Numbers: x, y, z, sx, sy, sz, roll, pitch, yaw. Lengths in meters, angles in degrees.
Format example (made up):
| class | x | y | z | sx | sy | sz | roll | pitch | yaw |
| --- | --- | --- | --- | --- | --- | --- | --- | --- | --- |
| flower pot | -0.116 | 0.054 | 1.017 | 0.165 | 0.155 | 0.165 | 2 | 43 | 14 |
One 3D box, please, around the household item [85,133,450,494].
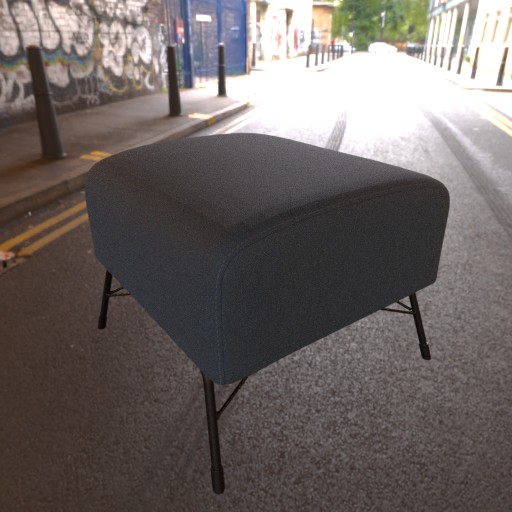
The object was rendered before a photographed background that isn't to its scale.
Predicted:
| class | x | y | z | sx | sy | sz | roll | pitch | yaw |
| --- | --- | --- | --- | --- | --- | --- | --- | --- | --- |
| household item | 0.000 | 0.000 | 0.887 | 0.530 | 0.420 | 0.530 | -18 | 31 | -32 |
